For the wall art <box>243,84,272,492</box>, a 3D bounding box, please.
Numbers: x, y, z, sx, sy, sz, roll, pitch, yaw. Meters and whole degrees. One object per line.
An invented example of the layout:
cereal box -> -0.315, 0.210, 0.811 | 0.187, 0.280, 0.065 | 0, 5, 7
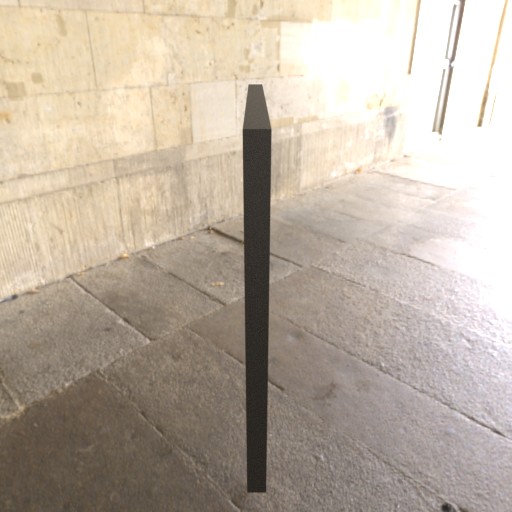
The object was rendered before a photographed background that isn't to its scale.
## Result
wall art -> 0.000, 0.000, 1.140 | 0.042, 0.766, 0.769 | 0, 26, 0
